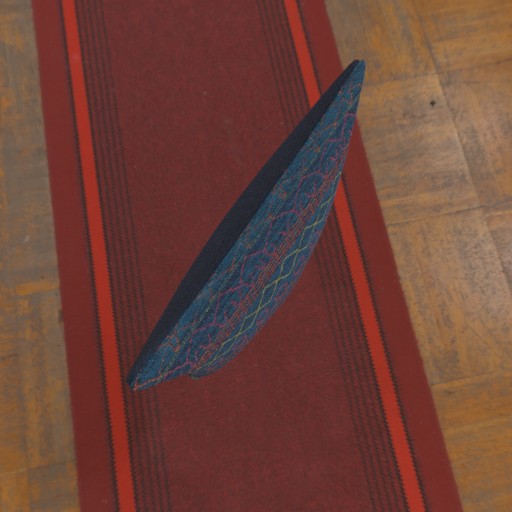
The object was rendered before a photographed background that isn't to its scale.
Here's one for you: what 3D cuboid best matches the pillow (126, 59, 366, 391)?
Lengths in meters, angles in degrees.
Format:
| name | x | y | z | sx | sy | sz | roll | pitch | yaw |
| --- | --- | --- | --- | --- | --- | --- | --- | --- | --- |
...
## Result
| name | x | y | z | sx | sy | sz | roll | pitch | yaw |
| --- | --- | --- | --- | --- | --- | --- | --- | --- | --- |
| pillow | 0.000 | 0.000 | 0.656 | 0.141 | 0.431 | 0.431 | 33 | 78 | 8 |
